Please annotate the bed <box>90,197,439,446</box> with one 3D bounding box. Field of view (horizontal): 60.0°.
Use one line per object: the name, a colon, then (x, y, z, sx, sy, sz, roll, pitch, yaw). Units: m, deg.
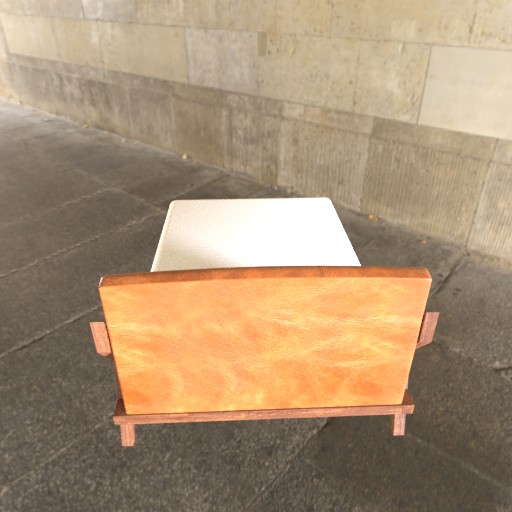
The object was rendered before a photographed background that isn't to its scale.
bed: (0.000, 0.000, 3.259, 1.651, 1.168, 2.311, -1, 31, -2)
